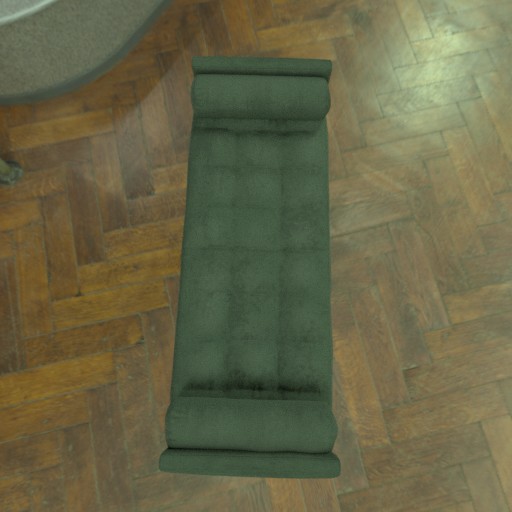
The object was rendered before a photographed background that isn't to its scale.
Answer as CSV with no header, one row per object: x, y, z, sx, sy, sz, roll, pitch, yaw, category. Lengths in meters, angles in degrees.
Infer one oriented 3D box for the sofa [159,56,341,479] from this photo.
0.000,0.000,2.453,0.817,0.681,2.130,2,74,0,sofa
